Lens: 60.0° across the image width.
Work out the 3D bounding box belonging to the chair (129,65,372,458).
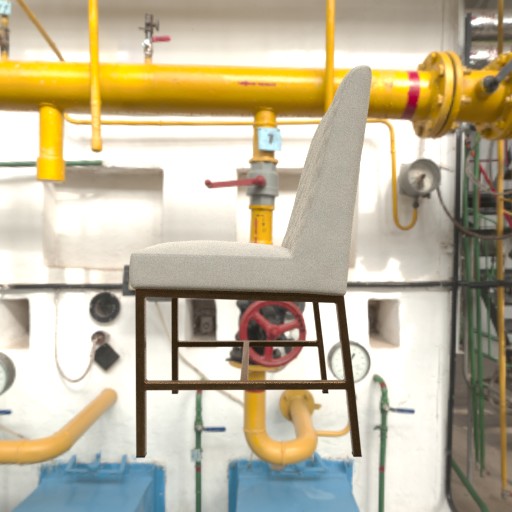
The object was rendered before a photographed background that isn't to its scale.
[{"bbox_3d":[0.000,0.000,1.265,0.597,0.933,0.503,0,1,0],"label":"chair"}]
